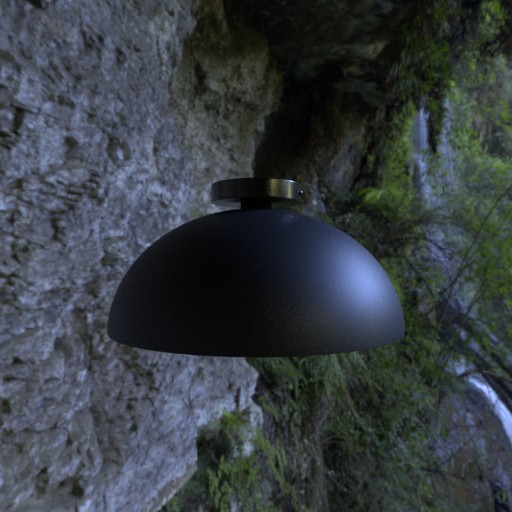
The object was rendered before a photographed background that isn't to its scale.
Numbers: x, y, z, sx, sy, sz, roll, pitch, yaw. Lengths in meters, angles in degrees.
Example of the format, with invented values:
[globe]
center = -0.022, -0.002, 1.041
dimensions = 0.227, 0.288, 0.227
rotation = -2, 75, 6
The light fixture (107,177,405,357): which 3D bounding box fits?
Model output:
[light fixture]
center = 0.000, 0.000, 0.558
dimensions = 0.355, 0.177, 0.355
rotation = 0, -1, 0
